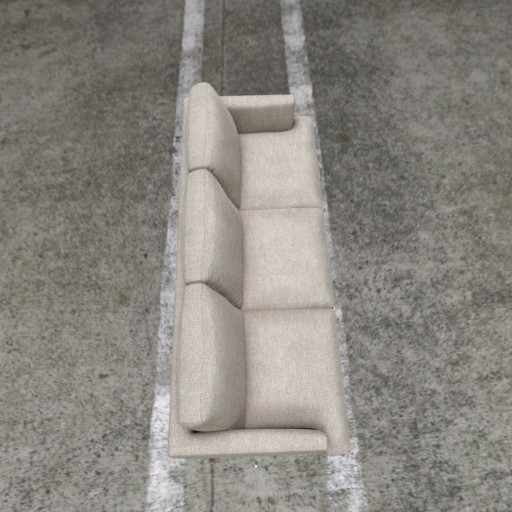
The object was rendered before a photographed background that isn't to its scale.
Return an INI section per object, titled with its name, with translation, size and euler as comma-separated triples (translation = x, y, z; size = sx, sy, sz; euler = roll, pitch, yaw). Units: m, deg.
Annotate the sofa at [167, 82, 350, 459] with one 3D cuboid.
[sofa]
translation = 0.000, 0.000, 2.707
size = 0.903, 0.930, 2.246
euler = -2, 65, -1
